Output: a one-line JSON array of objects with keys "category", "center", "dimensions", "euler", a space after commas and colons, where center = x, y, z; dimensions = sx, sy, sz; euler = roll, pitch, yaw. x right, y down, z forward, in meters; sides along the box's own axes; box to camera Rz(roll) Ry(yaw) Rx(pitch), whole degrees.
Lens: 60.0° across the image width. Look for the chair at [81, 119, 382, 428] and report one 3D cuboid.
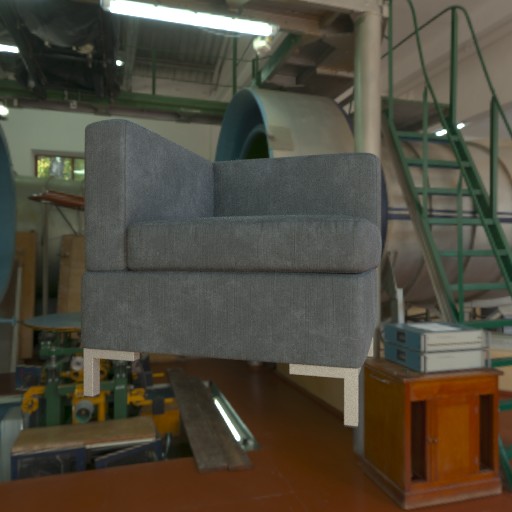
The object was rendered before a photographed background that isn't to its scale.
[{"category": "chair", "center": [0.000, 0.000, 1.244], "dimensions": [0.680, 0.660, 0.680], "euler": [0, 0, 17]}]
